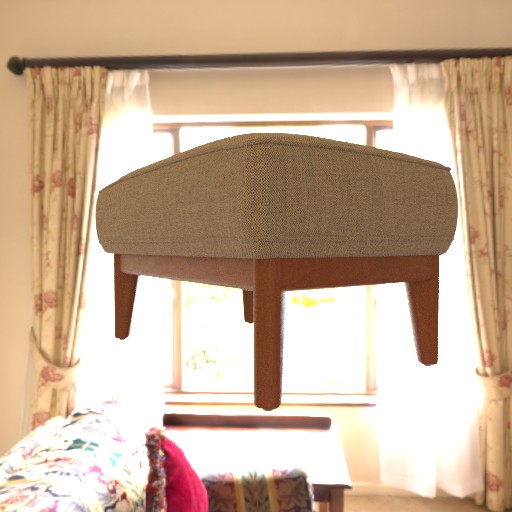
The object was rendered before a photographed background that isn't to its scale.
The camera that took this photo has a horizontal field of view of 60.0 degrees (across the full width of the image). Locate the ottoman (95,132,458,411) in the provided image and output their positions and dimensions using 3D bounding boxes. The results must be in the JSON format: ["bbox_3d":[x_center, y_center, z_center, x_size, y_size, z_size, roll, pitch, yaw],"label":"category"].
[{"bbox_3d":[0.000,0.000,1.064,0.555,0.458,0.750,-1,1,-36],"label":"ottoman"}]
